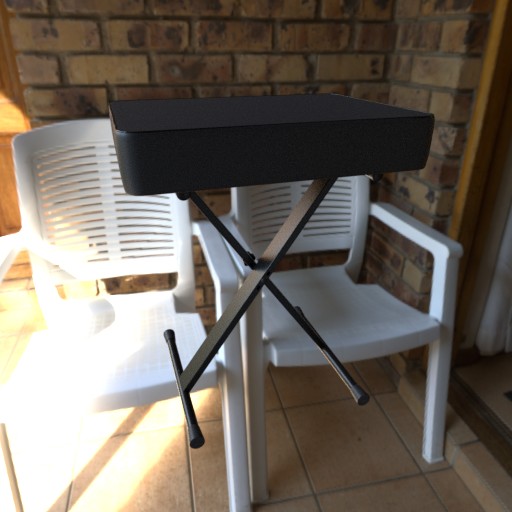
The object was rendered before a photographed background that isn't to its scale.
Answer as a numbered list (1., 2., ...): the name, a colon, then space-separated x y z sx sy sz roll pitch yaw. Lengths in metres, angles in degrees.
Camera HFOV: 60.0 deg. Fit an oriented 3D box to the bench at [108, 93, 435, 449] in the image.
1. bench: 0.000 0.000 0.780 0.424 0.500 0.321 -8 27 -16
